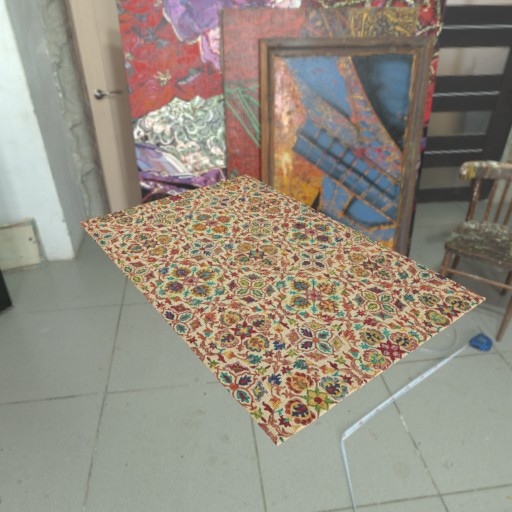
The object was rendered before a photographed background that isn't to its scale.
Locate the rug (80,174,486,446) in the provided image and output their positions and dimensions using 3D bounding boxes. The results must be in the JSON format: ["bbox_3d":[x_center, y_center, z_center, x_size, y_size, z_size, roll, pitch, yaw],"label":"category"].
[{"bbox_3d":[0.000,0.000,2.313,1.226,0.013,1.838,-22,39,-31],"label":"rug"}]
